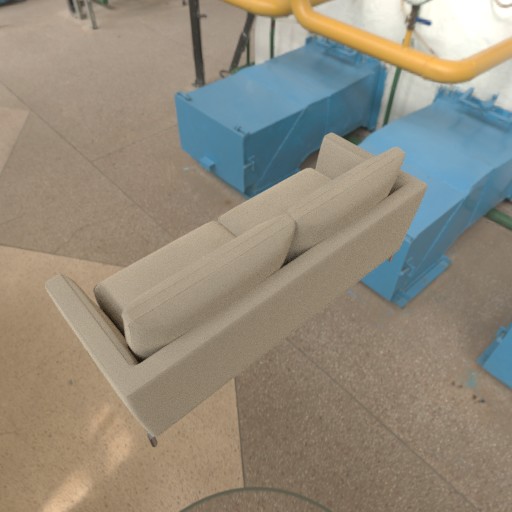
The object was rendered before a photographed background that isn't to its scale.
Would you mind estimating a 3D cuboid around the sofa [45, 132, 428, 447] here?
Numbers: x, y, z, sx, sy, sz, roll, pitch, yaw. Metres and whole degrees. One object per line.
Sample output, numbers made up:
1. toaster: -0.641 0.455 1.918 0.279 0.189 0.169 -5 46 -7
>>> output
1. sofa: 0.000 0.000 2.749 2.214 1.005 0.868 -32 55 -27
